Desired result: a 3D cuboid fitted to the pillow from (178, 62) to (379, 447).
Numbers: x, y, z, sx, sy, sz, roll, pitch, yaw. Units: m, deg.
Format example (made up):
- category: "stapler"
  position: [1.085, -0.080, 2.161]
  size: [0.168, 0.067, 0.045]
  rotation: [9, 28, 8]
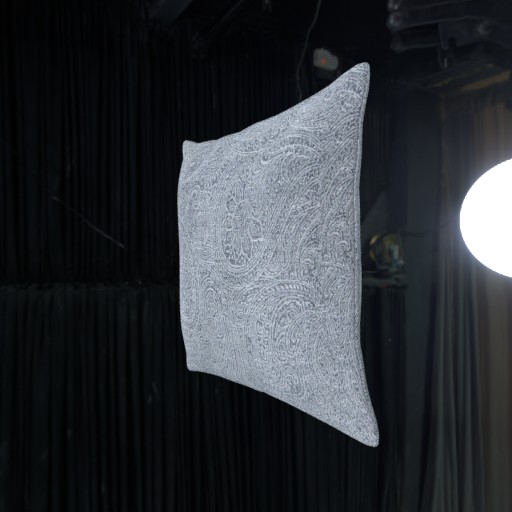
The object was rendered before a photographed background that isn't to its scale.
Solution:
- category: "pillow"
  position: [0.000, 0.000, 0.785]
  size: [0.166, 0.510, 0.523]
  rotation: [0, 0, -36]
